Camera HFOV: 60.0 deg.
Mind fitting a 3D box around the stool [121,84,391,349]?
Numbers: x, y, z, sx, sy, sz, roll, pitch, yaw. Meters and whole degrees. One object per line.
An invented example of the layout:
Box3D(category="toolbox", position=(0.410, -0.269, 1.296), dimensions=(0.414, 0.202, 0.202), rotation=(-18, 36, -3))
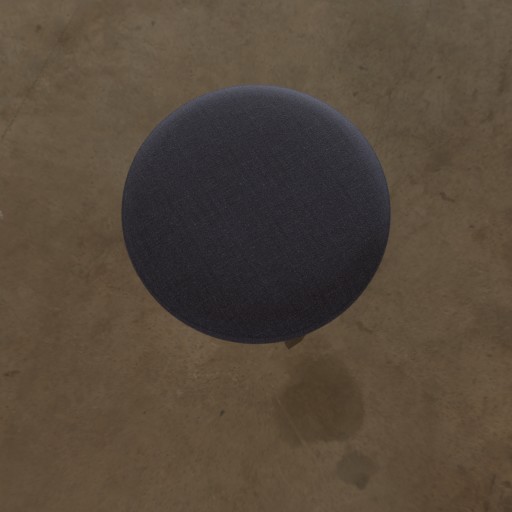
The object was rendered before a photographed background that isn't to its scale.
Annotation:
Box3D(category="stool", position=(0.000, 0.000, 1.029), dimensions=(0.446, 0.758, 0.446), rotation=(0, 76, 0))
